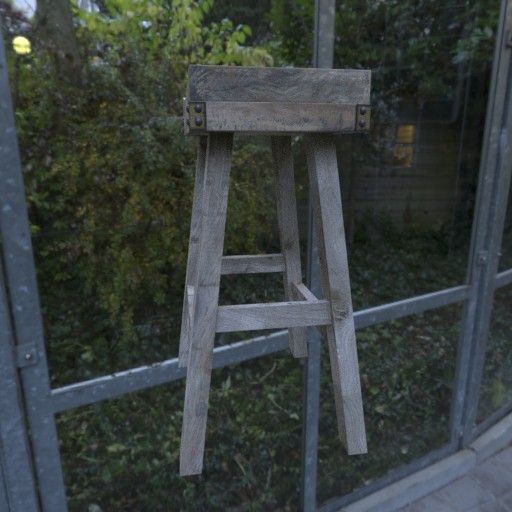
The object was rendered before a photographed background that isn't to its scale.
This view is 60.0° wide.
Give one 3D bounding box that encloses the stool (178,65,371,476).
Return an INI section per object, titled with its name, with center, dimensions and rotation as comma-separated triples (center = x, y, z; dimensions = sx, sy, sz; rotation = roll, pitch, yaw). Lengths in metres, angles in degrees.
[stool]
center = 0.000, 0.000, 0.886
dimensions = 0.330, 0.635, 0.450
rotation = -2, 14, -10
